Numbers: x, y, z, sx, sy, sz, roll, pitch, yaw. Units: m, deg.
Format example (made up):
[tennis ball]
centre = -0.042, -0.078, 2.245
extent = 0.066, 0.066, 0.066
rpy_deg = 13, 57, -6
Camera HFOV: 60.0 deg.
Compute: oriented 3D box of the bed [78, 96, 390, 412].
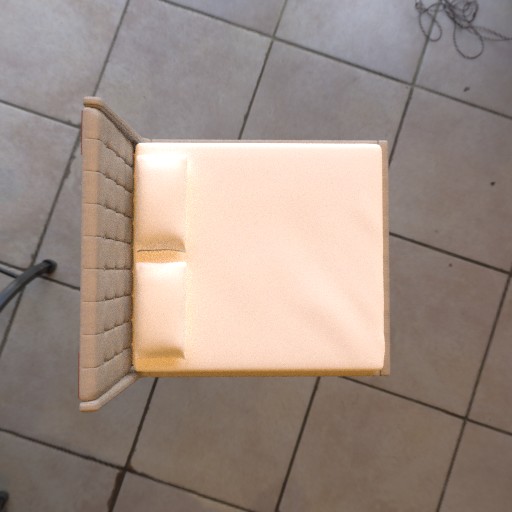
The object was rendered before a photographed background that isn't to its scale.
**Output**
[bed]
centre = 0.000, 0.000, 3.531
extent = 2.342, 1.289, 2.062
rpy_deg = 0, 88, -1
